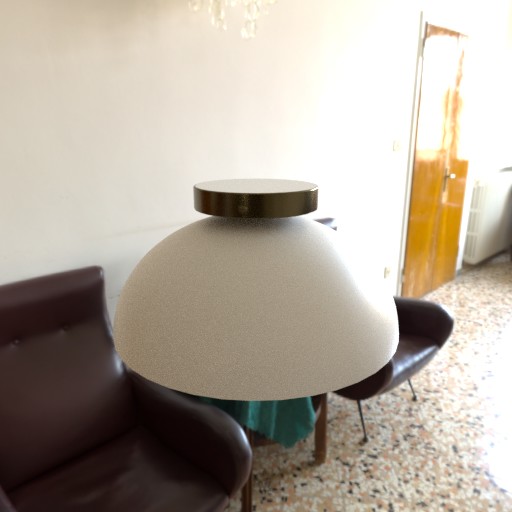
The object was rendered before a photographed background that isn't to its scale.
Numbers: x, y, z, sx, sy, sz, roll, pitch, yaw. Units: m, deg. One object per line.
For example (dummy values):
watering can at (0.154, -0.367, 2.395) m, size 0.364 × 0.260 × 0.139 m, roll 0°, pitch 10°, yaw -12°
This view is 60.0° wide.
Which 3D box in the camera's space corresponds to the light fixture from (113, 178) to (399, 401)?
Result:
light fixture at (0.000, 0.000, 0.553) m, size 0.355 × 0.177 × 0.355 m, roll 0°, pitch 16°, yaw 0°
